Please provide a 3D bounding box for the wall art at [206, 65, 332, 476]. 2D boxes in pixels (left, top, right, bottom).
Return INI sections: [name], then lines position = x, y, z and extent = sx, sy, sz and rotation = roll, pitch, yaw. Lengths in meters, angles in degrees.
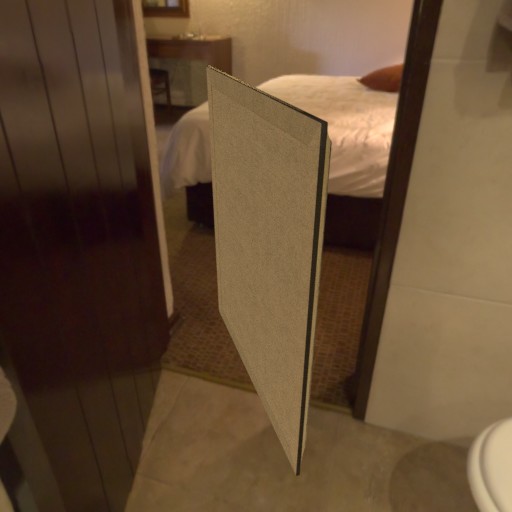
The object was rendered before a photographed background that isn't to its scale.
[wall art]
position = 0.000, 0.000, 0.627
extent = 0.023, 0.457, 0.381
rotation = -10, 31, -17
